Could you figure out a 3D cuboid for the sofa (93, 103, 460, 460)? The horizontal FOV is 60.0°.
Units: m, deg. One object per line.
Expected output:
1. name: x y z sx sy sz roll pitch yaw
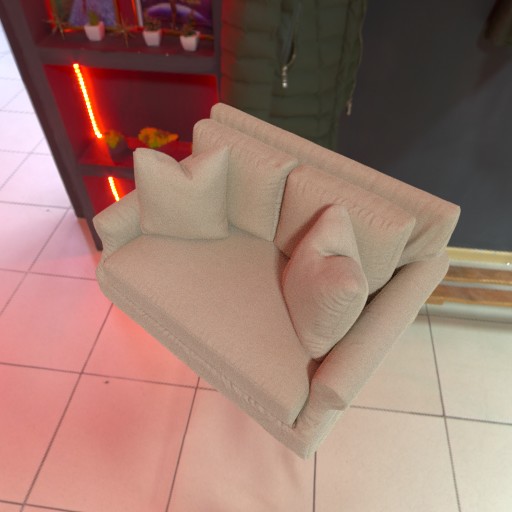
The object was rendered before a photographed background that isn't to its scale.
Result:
1. sofa: 0.000 0.000 2.192 1.550 0.905 1.070 31 54 26
